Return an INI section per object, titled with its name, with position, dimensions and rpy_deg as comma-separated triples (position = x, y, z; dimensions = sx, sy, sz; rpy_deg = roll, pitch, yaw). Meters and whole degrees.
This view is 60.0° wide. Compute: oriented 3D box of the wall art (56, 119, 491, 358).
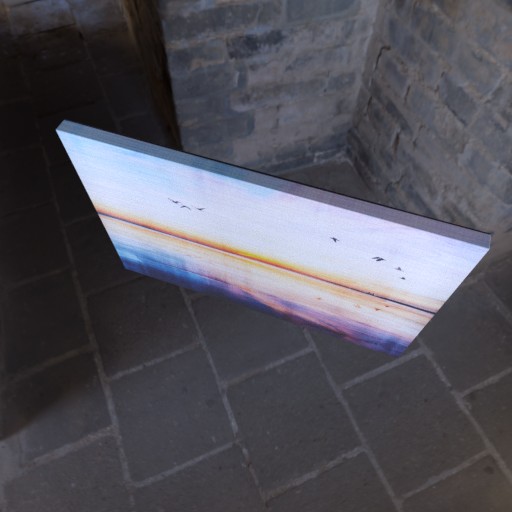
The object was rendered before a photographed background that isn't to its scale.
[wall art]
position = 0.000, 0.000, 1.149
dimensions = 0.911, 0.605, 0.037
rpy_deg = 17, 60, 10
